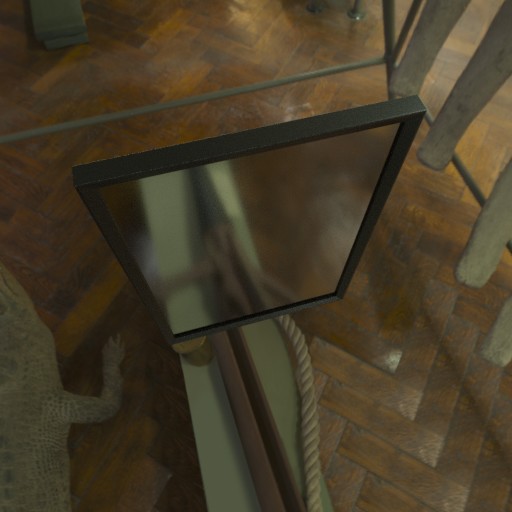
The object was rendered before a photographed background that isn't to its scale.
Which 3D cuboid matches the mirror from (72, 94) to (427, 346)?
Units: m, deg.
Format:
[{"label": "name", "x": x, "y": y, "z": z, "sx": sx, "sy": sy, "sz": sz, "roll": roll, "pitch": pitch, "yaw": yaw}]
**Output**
[{"label": "mirror", "x": 0.000, "y": 0.000, "z": 0.934, "sx": 0.507, "sy": 0.710, "sz": 0.039, "roll": -14, "pitch": 63, "yaw": -7}]
